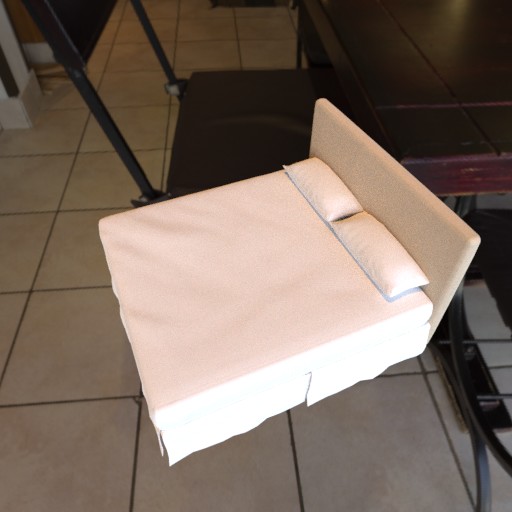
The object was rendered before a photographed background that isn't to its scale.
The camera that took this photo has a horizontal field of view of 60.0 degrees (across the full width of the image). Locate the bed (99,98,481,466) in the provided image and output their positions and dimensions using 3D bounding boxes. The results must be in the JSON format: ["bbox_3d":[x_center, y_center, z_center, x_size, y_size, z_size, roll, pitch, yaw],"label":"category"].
[{"bbox_3d":[0.000,0.000,3.585,2.319,1.317,2.119,-18,49,-16],"label":"bed"}]
